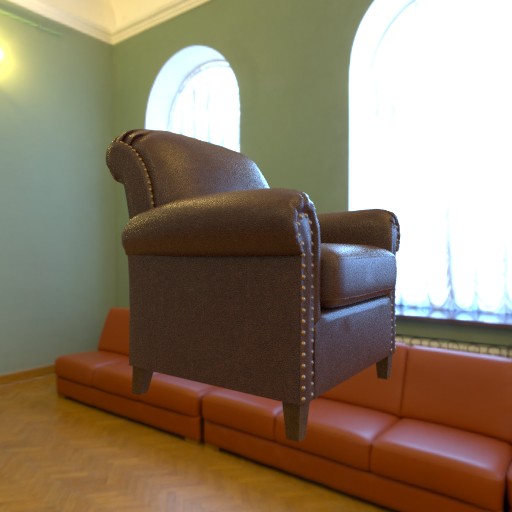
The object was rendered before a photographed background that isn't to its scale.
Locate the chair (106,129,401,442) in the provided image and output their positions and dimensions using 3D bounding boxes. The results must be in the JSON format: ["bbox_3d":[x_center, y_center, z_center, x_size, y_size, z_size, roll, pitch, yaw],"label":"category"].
[{"bbox_3d":[0.000,0.000,1.615,0.890,0.927,0.854,1,1,35],"label":"chair"}]
